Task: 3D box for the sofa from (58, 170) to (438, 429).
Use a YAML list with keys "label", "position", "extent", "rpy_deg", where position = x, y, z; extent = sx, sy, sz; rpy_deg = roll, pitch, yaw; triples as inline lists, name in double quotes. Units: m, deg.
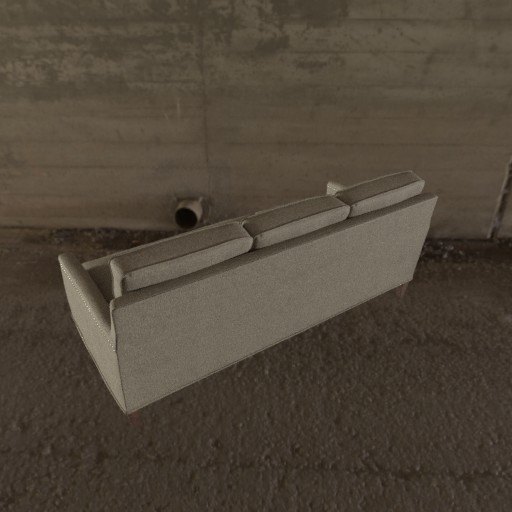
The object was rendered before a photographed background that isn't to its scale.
- label: "sofa"
  position: [0.000, 0.000, 2.916]
  extent: [2.246, 1.003, 1.084]
  rpy_deg: [-19, 36, -29]
